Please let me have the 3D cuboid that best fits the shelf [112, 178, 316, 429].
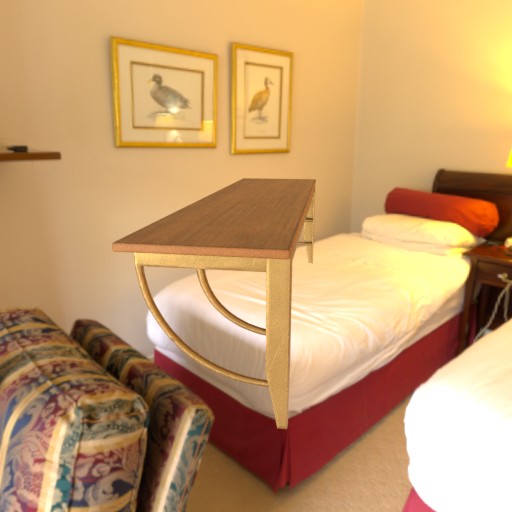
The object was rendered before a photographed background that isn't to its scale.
[{"bbox_3d":[0.000,0.000,0.726,0.166,0.190,0.636,3,16,9],"label":"shelf"}]
